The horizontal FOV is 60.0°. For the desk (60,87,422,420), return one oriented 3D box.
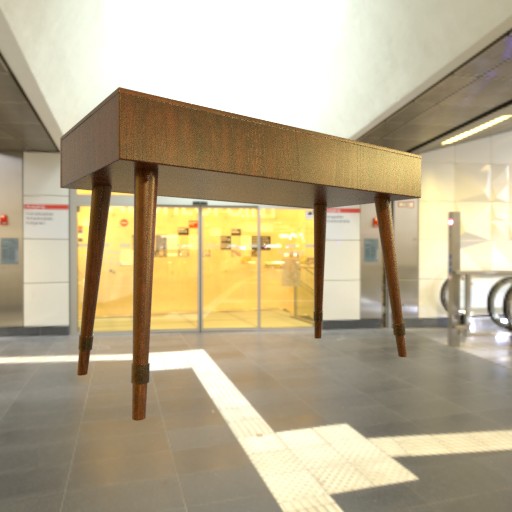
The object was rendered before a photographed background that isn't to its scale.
[{"bbox_3d":[0.000,0.000,2.105,1.577,1.031,0.734,0,0,-37],"label":"desk"}]
